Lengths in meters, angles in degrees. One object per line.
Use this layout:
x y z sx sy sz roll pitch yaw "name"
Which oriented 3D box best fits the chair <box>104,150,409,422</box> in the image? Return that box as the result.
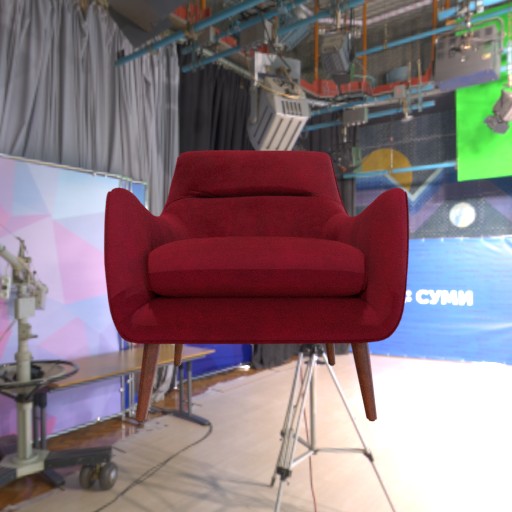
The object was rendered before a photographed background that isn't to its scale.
0.000 0.000 1.456 0.762 0.838 0.787 0 0 -1 "chair"
